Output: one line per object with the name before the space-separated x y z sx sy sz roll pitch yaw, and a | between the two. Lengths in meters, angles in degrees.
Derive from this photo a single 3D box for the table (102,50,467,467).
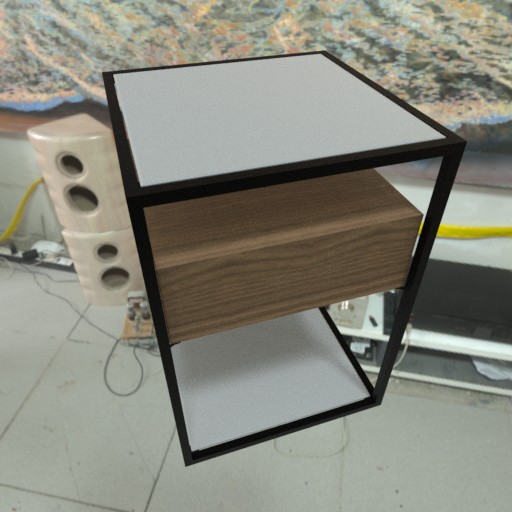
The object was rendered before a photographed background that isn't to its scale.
table | 0.000 0.000 0.765 0.378 0.540 0.378 -12 41 -14
